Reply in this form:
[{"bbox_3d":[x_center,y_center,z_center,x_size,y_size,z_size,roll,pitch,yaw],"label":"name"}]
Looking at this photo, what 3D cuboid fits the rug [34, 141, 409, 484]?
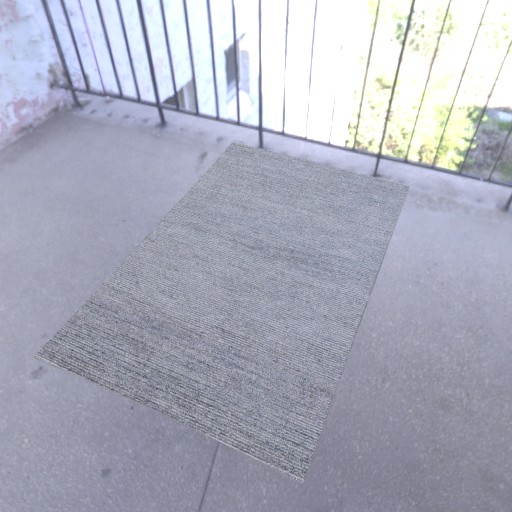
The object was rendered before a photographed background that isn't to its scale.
[{"bbox_3d":[0.000,0.000,2.189,1.159,0.021,1.789,18,49,17],"label":"rug"}]
